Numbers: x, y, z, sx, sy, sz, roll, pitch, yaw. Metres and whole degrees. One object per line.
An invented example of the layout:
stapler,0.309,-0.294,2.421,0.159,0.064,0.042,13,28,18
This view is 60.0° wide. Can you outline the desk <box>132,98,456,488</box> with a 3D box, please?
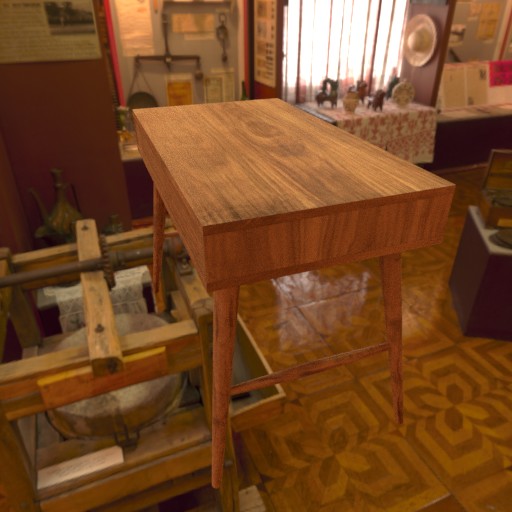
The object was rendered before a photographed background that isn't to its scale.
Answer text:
desk,0.000,0.000,1.414,0.588,0.758,0.949,-11,32,-18
